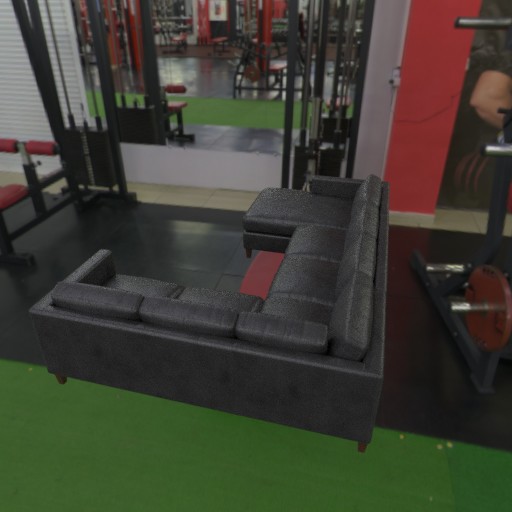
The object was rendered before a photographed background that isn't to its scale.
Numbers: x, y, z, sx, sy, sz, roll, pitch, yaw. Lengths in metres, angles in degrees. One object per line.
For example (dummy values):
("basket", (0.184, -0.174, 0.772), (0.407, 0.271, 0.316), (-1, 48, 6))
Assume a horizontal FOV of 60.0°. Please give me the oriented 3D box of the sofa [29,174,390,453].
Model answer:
("sofa", (0.000, 0.000, 4.384), (2.452, 0.891, 3.324), (8, 31, 13))
